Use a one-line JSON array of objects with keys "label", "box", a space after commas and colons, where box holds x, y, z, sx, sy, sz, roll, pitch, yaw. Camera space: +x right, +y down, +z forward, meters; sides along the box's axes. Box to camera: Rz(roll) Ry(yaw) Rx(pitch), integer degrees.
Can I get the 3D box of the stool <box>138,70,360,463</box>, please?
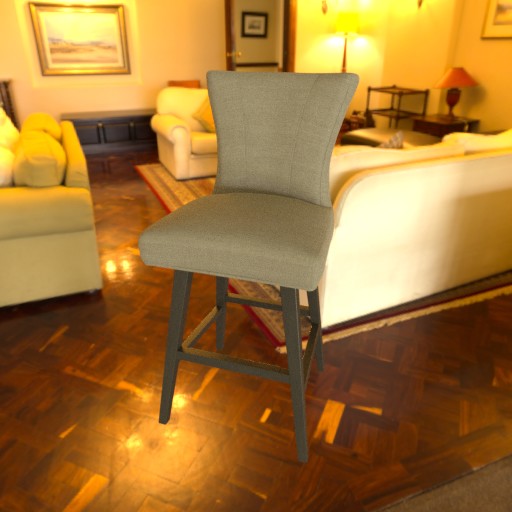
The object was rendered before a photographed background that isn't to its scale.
[{"label": "stool", "box": [0.000, 0.000, 1.438, 0.514, 1.086, 0.574, 8, 27, 16]}]
